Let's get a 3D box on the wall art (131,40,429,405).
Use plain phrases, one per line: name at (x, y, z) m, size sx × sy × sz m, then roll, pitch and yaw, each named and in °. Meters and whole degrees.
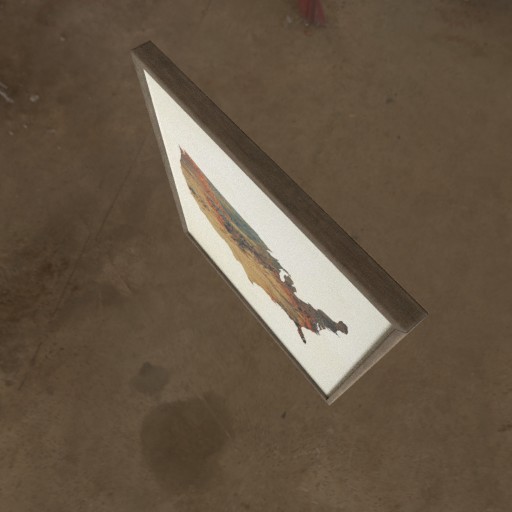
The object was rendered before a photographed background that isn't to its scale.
wall art at (0.000, 0.000, 1.105) m, size 0.050 × 0.751 × 0.749 m, roll -36°, pitch 69°, yaw -16°
